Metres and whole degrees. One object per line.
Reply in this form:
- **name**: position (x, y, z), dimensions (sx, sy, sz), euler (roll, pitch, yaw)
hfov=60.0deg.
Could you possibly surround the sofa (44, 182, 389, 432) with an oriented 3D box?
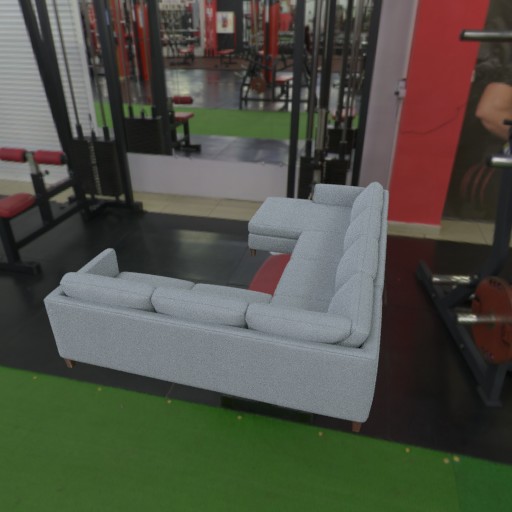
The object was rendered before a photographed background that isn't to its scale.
- **sofa**: position (0.000, 0.000, 4.581), dimensions (2.551, 0.853, 3.238), euler (8, 30, 14)
